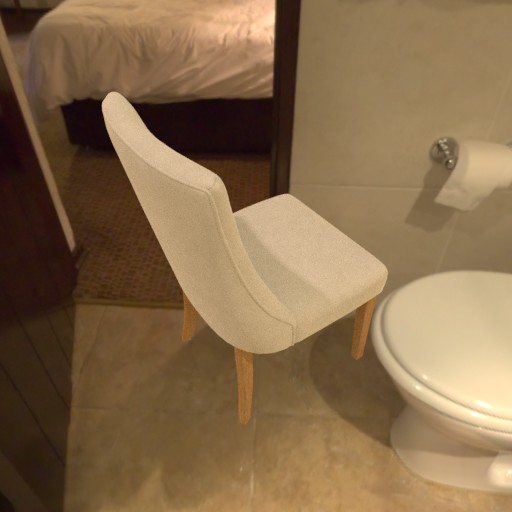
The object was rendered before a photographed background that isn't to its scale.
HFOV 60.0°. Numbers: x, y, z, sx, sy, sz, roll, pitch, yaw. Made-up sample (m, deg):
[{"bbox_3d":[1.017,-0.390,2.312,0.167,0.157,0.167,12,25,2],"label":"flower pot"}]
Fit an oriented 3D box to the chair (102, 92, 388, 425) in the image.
[{"bbox_3d":[0.000,0.000,1.256,0.610,0.902,0.495,-24,47,-25],"label":"chair"}]
